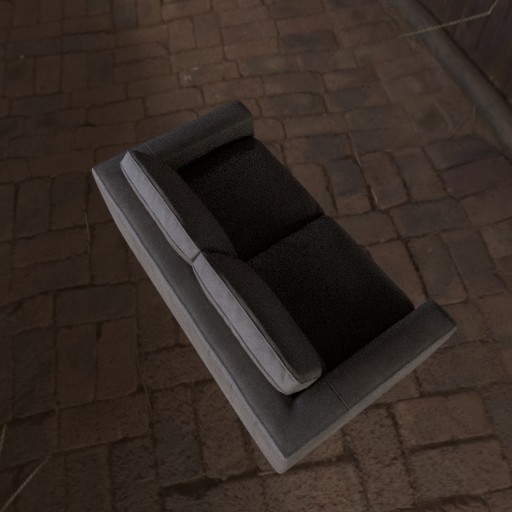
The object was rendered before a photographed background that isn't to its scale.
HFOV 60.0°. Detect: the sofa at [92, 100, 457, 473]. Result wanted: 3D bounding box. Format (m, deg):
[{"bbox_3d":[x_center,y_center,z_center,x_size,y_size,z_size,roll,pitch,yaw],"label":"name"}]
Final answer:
[{"bbox_3d":[0.000,0.000,2.484,1.070,0.800,1.920,-31,65,-17],"label":"sofa"}]
